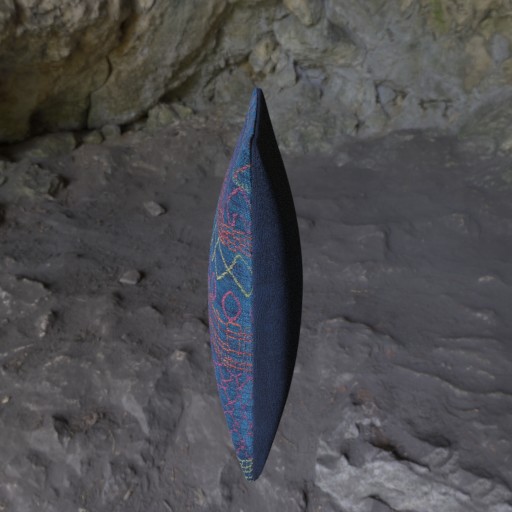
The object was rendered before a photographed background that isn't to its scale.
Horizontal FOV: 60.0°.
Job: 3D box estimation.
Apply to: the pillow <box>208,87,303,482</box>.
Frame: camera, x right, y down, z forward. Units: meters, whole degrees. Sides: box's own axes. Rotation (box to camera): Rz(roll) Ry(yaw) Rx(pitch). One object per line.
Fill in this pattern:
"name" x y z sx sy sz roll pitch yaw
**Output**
"pillow" 0.000 0.000 0.654 0.141 0.431 0.431 0 26 1
